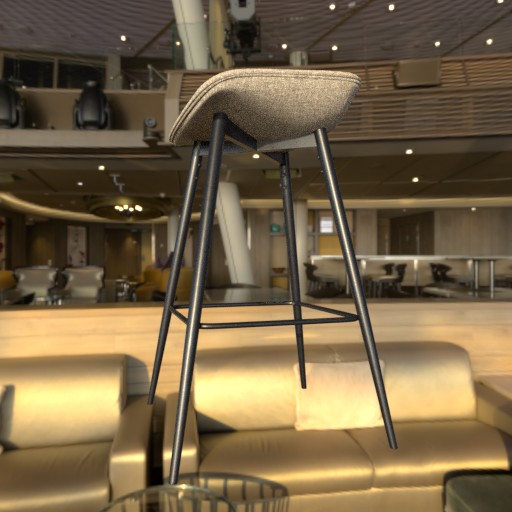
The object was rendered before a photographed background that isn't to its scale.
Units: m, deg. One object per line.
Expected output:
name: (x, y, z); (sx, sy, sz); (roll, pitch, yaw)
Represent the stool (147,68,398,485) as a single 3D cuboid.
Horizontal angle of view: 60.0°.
stool: (0.000, 0.000, 1.083); (0.480, 0.814, 0.469); (0, 0, -18)
